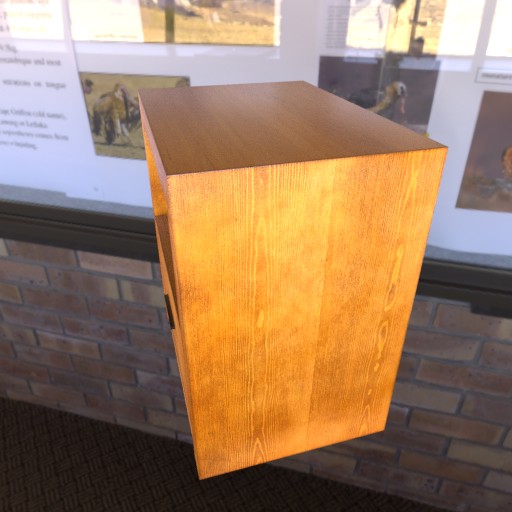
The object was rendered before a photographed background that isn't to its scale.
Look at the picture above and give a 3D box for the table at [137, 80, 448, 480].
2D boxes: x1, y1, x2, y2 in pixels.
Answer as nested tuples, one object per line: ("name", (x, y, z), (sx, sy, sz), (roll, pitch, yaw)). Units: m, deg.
("table", (0.000, 0.000, 0.953), (0.400, 0.605, 0.550), (-9, 32, -14))
